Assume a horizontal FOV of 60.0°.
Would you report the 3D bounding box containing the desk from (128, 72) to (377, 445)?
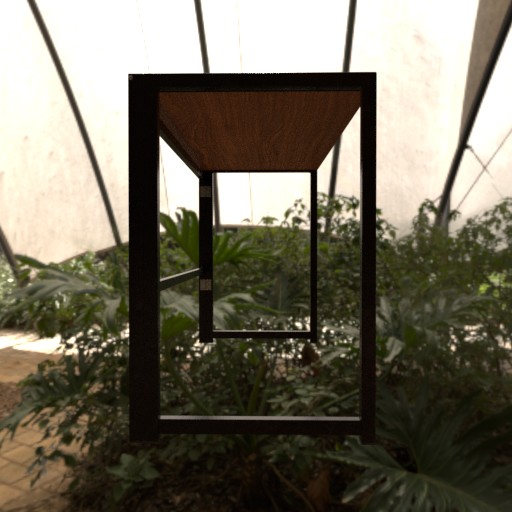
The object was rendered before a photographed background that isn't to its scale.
[{"bbox_3d":[0.000,0.000,1.413,0.508,0.762,1.016,0,1,1],"label":"desk"}]
